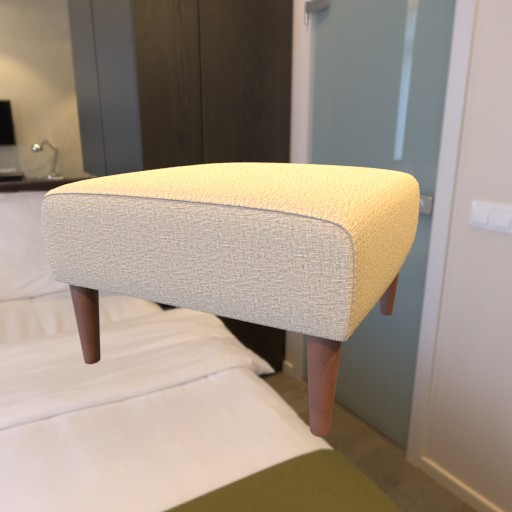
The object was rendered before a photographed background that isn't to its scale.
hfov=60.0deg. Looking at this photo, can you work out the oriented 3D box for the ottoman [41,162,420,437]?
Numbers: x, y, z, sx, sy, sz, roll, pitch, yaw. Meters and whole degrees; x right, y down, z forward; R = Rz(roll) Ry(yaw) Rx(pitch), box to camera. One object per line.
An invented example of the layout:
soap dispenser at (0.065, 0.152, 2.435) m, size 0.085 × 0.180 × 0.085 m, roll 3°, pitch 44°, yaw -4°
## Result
ottoman at (0.000, 0.000, 1.032) m, size 0.649 × 0.398 × 0.650 m, roll 8°, pitch 18°, yaw 26°
